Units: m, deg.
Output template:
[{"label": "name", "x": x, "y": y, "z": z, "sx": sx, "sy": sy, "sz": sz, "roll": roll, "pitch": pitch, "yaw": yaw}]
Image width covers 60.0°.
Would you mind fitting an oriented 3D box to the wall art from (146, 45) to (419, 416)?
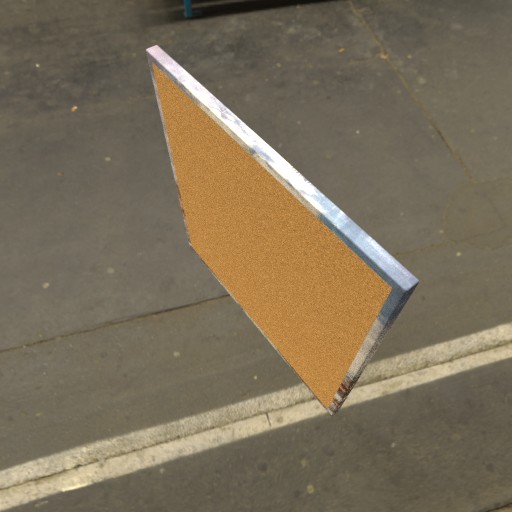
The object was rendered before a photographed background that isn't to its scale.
[{"label": "wall art", "x": 0.000, "y": 0.000, "z": 1.327, "sx": 0.035, "sy": 0.897, "sz": 0.888, "roll": -33, "pitch": 63, "yaw": -19}]
